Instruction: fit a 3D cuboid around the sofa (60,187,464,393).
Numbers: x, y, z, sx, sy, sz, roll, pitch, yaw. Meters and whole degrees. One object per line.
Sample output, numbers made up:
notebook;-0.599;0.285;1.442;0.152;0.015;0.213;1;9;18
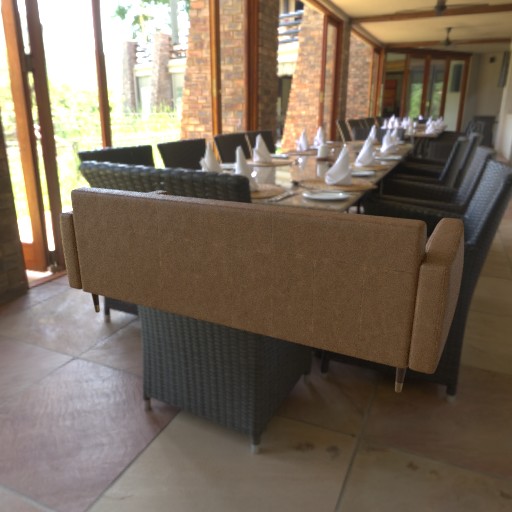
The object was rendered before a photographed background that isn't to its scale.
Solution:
sofa;0.000;0.000;2.716;2.291;0.821;0.990;9;20;26
